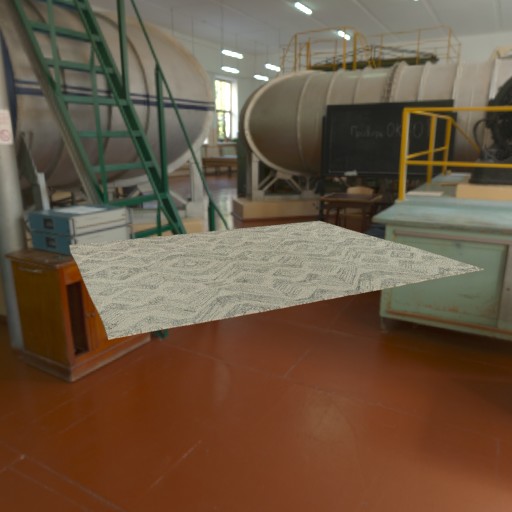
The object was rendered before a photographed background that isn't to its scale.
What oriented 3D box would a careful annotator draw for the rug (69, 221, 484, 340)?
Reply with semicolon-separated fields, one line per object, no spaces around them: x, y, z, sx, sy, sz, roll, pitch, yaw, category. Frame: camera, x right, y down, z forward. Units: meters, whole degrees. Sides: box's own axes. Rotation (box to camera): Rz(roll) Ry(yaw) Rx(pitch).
0.000;0.000;4.097;3.054;0.030;2.430;-7;17;-25;rug
